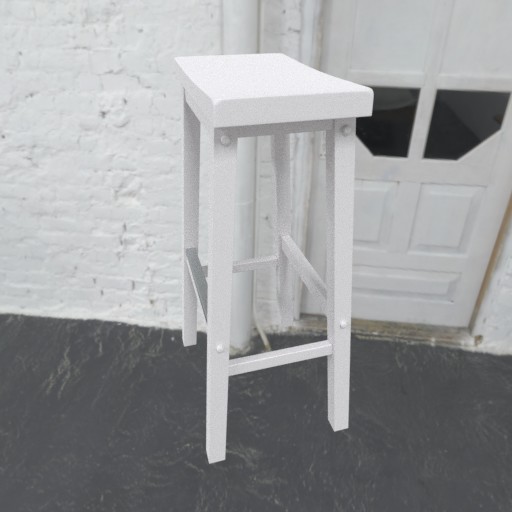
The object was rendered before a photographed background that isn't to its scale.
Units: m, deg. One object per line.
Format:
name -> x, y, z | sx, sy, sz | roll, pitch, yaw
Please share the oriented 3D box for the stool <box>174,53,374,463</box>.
stool -> 0.000, 0.000, 0.949 | 0.322, 0.742, 0.406 | -8, 32, -14
